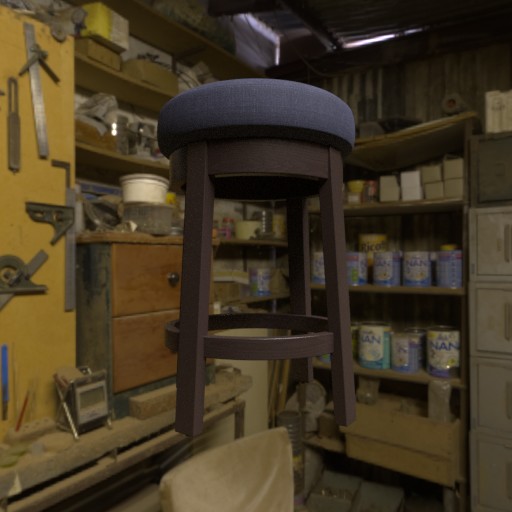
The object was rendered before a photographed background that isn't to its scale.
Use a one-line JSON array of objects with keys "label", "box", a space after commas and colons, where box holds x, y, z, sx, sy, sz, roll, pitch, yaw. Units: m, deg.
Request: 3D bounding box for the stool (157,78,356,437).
[{"label": "stool", "box": [0.000, 0.000, 0.981, 0.449, 0.655, 0.449, 0, -1, 0]}]
